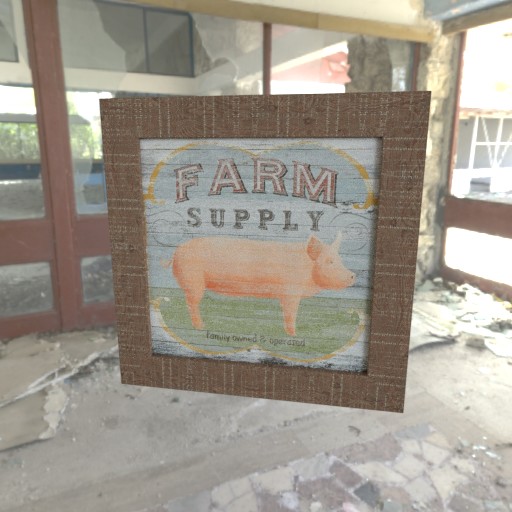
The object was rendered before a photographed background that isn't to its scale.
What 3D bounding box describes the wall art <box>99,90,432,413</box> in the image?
[{"bbox_3d":[0.000,0.000,0.778,0.531,0.531,0.040,3,14,11],"label":"wall art"}]
